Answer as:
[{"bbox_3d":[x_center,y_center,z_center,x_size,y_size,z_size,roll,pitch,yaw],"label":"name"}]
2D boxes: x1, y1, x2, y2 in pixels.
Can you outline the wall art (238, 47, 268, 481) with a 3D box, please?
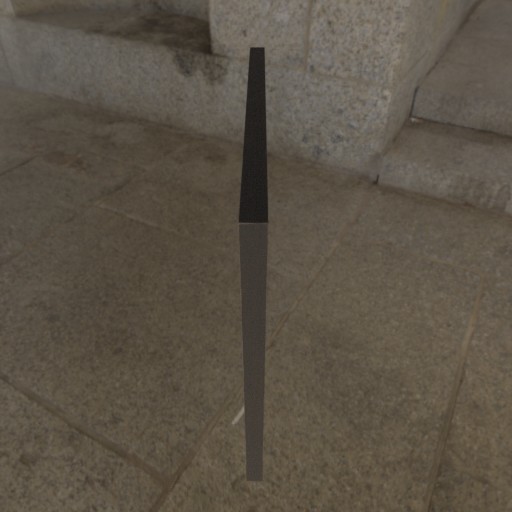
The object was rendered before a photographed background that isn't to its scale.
[{"bbox_3d":[0.000,0.000,1.099,0.038,0.762,0.762,0,41,0],"label":"wall art"}]
